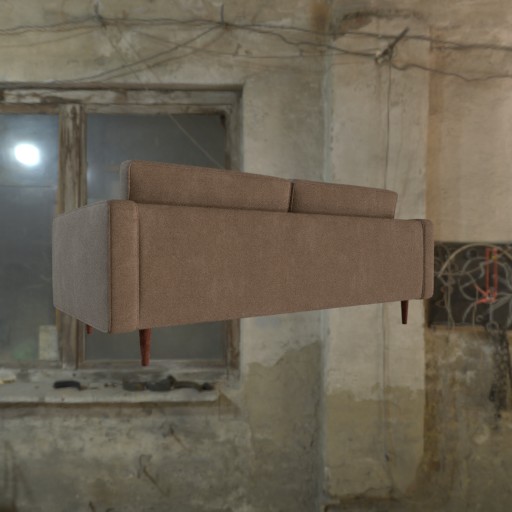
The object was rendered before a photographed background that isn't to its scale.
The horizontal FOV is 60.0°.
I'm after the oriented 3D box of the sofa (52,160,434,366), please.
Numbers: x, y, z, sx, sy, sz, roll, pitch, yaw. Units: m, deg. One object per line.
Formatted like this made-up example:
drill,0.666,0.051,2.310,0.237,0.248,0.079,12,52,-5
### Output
sofa,0.000,0.000,2.349,1.883,0.769,0.920,-1,1,-35
